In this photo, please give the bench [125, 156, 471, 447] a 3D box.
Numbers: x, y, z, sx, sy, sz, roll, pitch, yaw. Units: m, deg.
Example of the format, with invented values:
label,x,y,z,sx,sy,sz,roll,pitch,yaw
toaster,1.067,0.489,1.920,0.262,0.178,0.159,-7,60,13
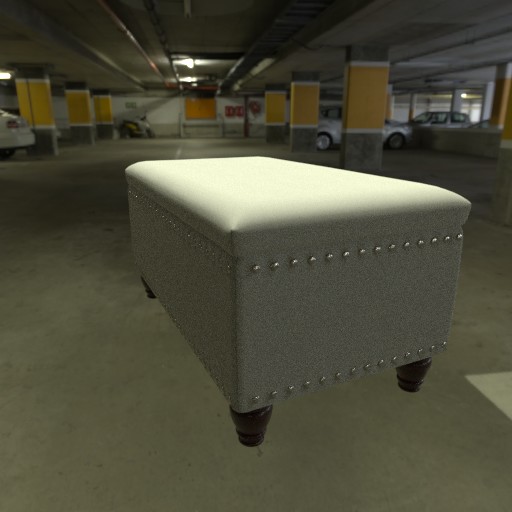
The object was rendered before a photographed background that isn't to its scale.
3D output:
label,x,y,z,sx,sy,sz,roll,pitch,yaw
bench,0.000,0.000,1.181,0.500,0.449,0.887,-8,19,-24
